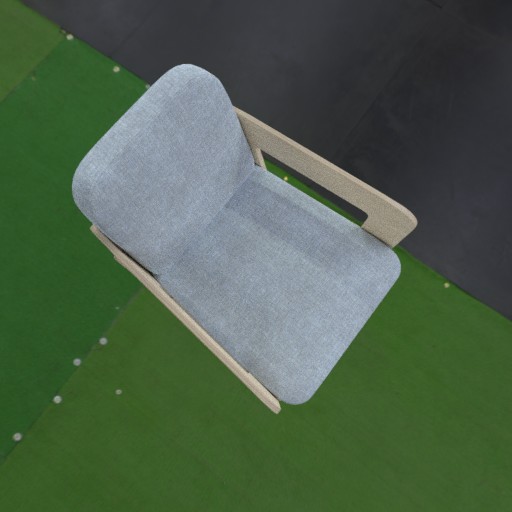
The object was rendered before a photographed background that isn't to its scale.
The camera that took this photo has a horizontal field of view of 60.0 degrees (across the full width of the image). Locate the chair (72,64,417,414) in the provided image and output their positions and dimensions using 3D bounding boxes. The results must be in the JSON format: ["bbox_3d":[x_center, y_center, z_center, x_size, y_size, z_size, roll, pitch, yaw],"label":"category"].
[{"bbox_3d":[0.000,0.000,1.262,0.710,0.800,0.590,38,79,9],"label":"chair"}]
